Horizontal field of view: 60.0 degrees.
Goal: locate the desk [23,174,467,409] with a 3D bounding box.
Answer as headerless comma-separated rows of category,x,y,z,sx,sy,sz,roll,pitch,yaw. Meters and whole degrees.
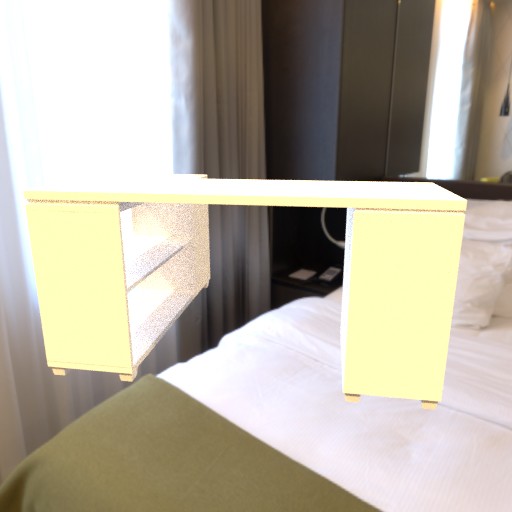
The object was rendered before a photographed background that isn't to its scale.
desk,0.000,0.000,2.167,1.524,0.759,1.199,3,16,9
